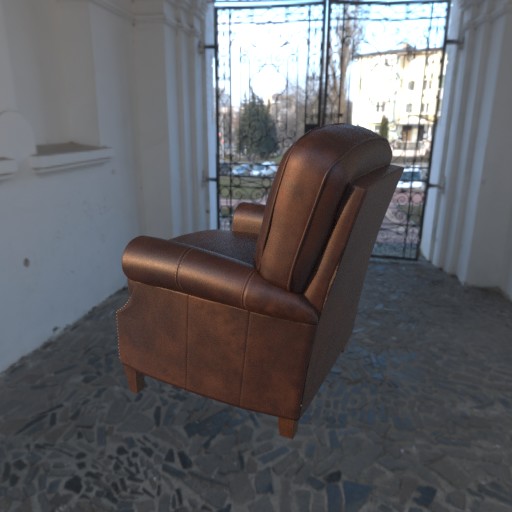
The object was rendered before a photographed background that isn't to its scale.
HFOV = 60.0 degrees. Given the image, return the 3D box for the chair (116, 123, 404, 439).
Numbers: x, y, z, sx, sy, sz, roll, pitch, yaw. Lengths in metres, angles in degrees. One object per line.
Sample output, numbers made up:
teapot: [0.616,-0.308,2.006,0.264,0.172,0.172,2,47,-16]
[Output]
chair: [0.000,0.000,1.771,0.986,1.018,0.936,8,18,25]
